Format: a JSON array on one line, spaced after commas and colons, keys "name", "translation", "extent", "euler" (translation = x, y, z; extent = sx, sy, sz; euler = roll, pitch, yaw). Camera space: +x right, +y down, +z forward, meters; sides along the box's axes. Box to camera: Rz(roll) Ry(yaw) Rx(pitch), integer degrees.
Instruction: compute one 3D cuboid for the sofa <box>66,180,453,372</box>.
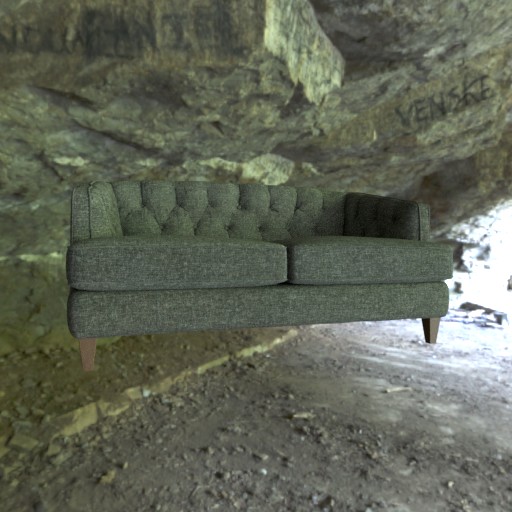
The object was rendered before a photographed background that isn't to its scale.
[{"name": "sofa", "translation": [0.000, 0.000, 2.265], "extent": [1.733, 0.855, 0.941], "euler": [0, 1, -18]}]
